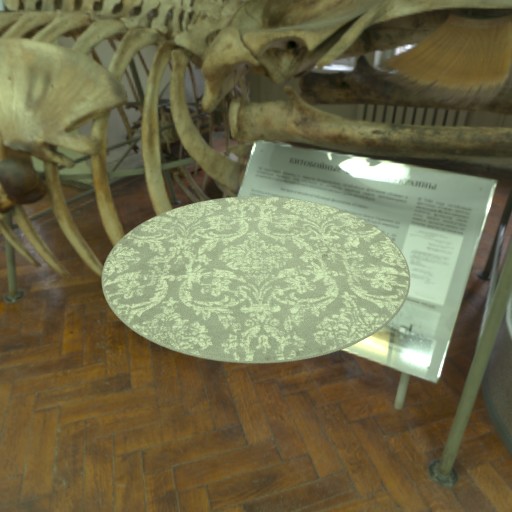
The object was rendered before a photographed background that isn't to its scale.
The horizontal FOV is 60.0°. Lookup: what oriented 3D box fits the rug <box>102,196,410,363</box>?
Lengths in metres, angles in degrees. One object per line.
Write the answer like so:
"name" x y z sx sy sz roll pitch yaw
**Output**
"rug" 0.000 0.000 2.386 1.593 0.012 1.593 0 31 0
